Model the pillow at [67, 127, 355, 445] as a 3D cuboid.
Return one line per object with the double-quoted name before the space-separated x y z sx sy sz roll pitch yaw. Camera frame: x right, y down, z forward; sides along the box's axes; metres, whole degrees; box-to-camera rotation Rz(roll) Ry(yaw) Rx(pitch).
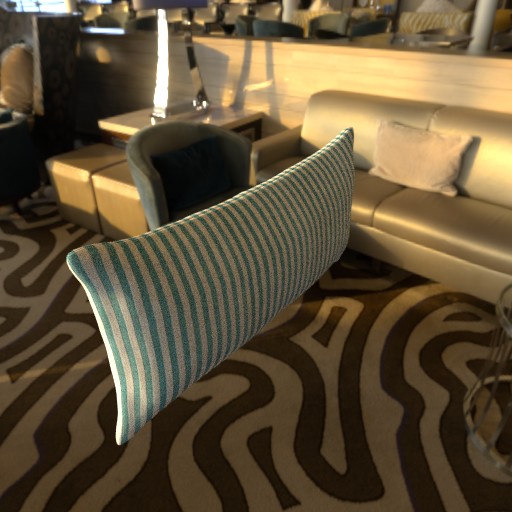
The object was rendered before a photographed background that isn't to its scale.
"pillow" 0.000 0.000 0.720 0.151 0.295 0.617 21 37 31
